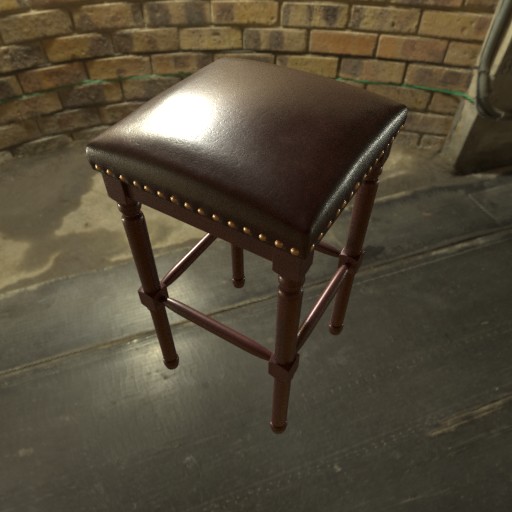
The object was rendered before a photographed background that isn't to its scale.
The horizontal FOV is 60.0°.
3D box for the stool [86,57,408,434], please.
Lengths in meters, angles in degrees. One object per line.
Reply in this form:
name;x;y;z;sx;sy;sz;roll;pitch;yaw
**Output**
stool;0.000;0.000;0.926;0.383;0.702;0.382;24;51;21
